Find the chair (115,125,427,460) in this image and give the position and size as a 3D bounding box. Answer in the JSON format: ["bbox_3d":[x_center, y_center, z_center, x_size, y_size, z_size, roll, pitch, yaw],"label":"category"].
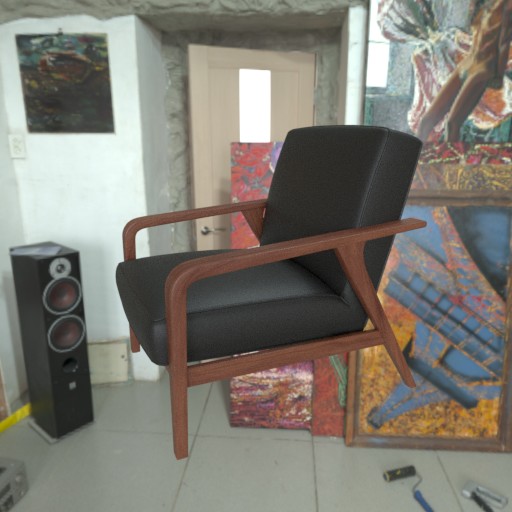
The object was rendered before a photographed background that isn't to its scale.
[{"bbox_3d":[0.000,0.000,1.513,0.889,0.861,0.719,-7,17,-24],"label":"chair"}]
